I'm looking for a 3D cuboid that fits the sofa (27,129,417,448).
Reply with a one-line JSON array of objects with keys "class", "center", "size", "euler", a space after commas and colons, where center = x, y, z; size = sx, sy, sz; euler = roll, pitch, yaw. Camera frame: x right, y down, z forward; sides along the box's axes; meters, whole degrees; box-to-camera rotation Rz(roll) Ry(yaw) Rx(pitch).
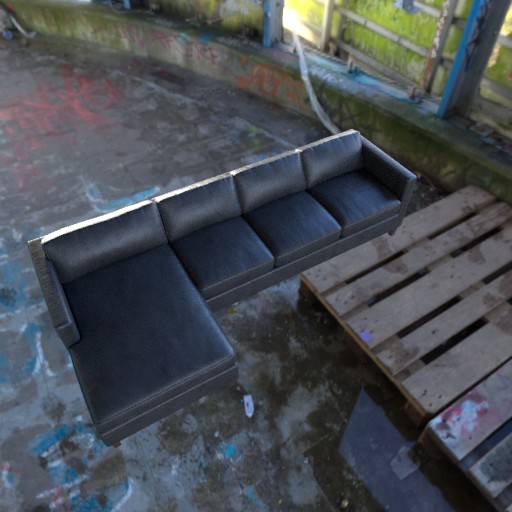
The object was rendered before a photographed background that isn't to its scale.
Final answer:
[{"class": "sofa", "center": [0.000, 0.000, 3.728], "size": [3.203, 0.883, 1.581], "euler": [-23, 52, -20]}]
